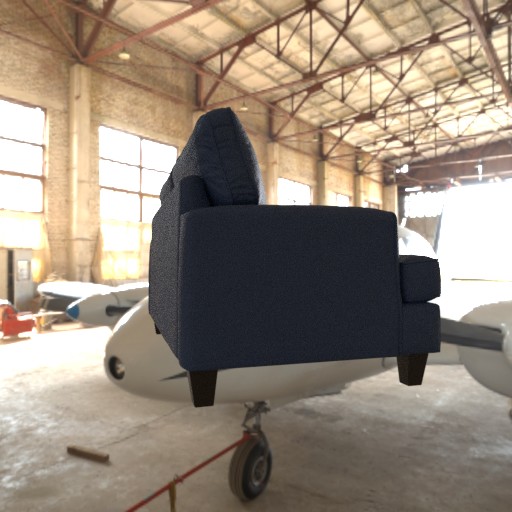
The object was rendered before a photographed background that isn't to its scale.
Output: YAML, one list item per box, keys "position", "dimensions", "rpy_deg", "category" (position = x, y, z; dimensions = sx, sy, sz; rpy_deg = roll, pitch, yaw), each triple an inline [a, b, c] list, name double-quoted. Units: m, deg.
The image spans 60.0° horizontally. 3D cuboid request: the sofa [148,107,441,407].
- position: [0.000, 0.000, 2.233]
  dimensions: [0.965, 0.965, 1.651]
  rpy_deg: [0, -1, -17]
  category: "sofa"
